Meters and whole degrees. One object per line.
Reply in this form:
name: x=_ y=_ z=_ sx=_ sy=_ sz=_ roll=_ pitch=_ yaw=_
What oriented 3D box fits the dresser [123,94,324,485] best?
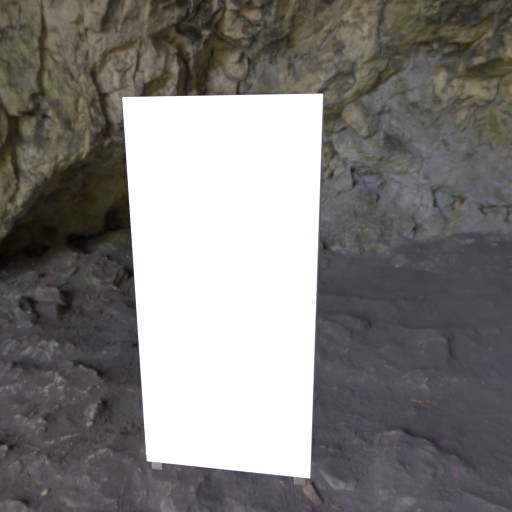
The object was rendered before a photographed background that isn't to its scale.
dresser: x=0.000 y=0.000 z=1.635 sx=0.460 sy=1.000 sz=1.100 roll=2 pitch=14 yaw=8
